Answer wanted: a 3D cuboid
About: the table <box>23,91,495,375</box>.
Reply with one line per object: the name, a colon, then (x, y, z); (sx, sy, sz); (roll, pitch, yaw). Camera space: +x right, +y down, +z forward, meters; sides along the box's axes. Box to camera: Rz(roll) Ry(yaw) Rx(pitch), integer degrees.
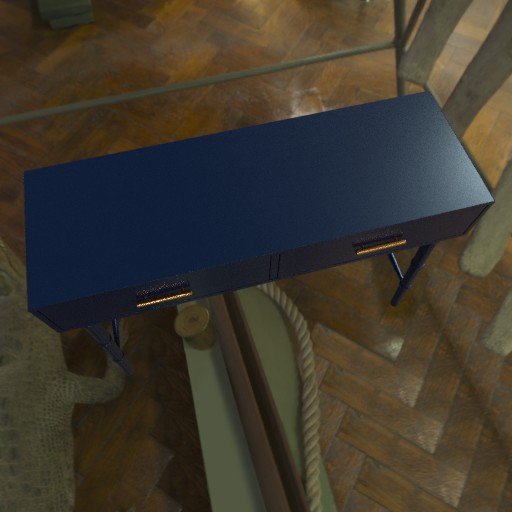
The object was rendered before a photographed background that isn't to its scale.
table: (0.000, 0.000, 1.429); (1.118, 0.749, 0.399); (-13, 64, -6)
